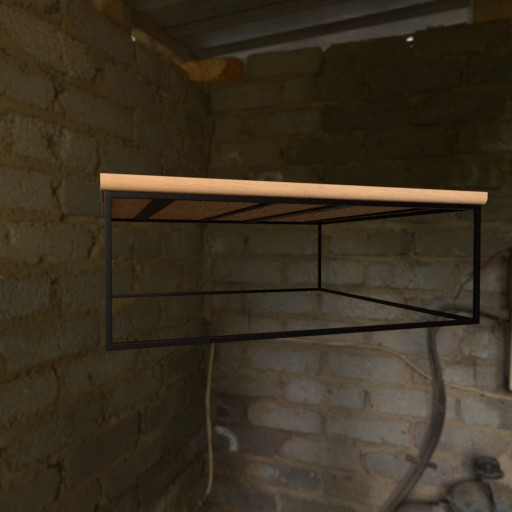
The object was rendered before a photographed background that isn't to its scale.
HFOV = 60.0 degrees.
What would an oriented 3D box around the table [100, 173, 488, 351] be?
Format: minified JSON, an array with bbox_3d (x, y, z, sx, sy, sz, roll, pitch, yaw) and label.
[{"bbox_3d":[0.000,0.000,1.683,1.100,0.400,1.100,0,1,-19],"label":"table"}]
